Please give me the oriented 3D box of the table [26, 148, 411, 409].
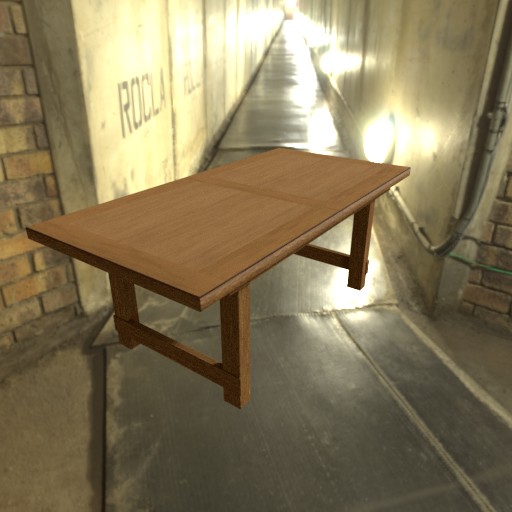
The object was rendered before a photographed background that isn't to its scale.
[{"bbox_3d":[0.000,0.000,2.513,1.000,0.762,1.982,17,30,32],"label":"table"}]
